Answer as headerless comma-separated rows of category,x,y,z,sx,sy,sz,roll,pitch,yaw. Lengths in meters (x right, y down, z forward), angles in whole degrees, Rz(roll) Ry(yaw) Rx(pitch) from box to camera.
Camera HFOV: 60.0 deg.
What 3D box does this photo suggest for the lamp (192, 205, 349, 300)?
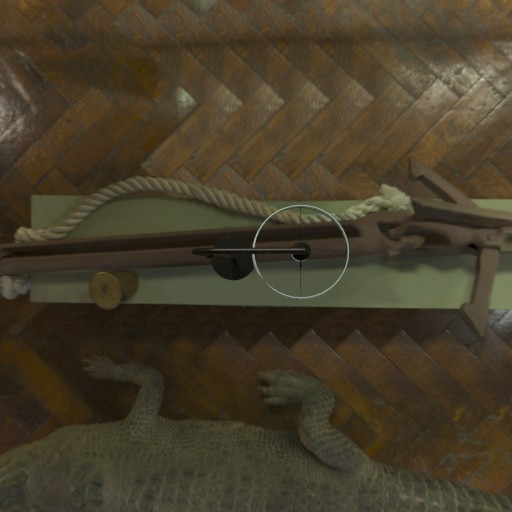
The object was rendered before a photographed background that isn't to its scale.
lamp,0.000,0.000,1.674,0.508,1.478,0.254,0,89,1
